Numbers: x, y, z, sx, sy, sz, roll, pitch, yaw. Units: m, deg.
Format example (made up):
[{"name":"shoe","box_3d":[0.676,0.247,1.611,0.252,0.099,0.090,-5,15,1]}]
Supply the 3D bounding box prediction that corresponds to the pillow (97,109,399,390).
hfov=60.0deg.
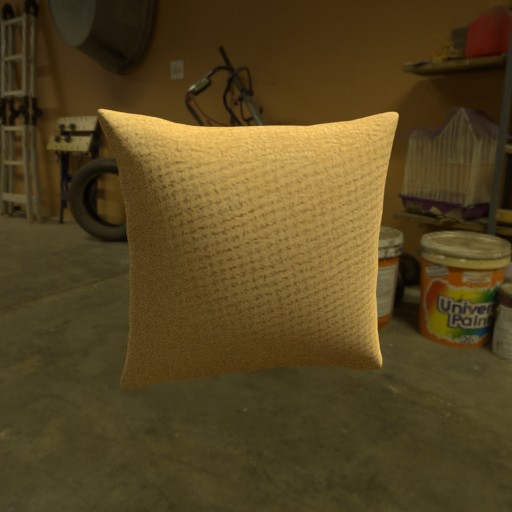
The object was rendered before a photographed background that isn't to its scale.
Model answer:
[{"name":"pillow","box_3d":[0.000,0.000,0.651,0.419,0.407,0.173,-2,15,-8]}]
